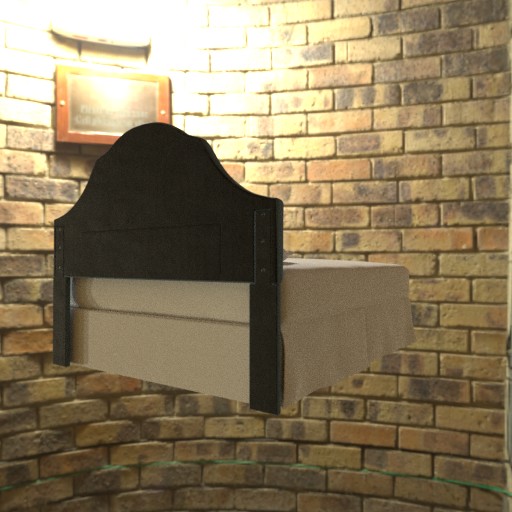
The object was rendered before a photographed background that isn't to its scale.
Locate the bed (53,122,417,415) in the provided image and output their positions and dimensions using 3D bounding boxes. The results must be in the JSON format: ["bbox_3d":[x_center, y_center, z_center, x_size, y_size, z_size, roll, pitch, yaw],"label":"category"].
[{"bbox_3d":[0.000,0.000,3.756,2.039,1.617,2.477,-1,-1,34],"label":"bed"}]
